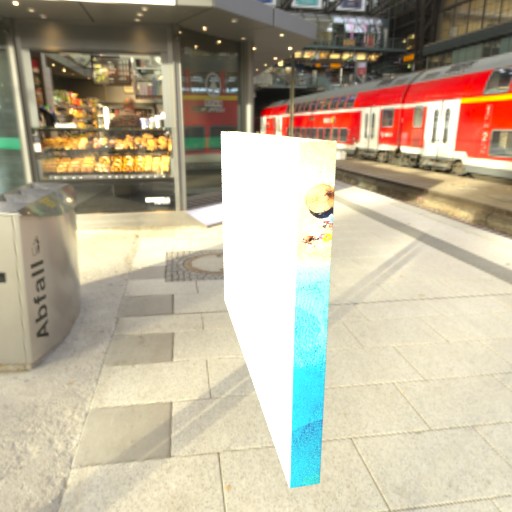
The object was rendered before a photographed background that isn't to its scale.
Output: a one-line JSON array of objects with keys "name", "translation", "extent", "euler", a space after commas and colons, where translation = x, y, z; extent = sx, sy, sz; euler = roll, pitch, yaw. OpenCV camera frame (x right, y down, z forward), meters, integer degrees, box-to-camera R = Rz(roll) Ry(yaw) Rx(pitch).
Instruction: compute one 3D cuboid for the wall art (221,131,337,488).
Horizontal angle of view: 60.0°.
[{"name": "wall art", "translation": [0.000, 0.000, 1.124], "extent": [0.057, 0.595, 0.894], "euler": [-3, 17, -11]}]
